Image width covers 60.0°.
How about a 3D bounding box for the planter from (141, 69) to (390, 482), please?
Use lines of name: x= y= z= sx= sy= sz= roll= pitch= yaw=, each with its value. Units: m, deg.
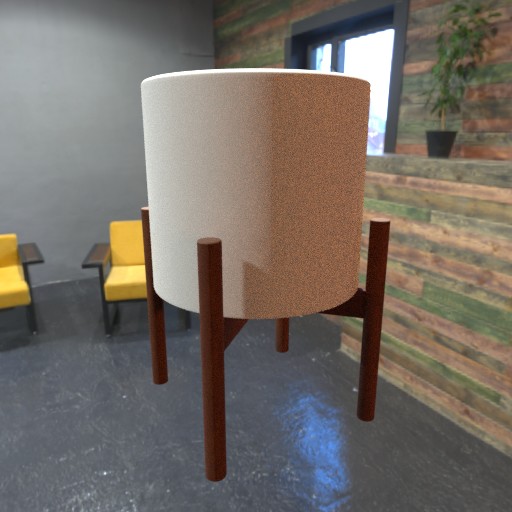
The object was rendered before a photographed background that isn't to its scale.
planter: x=0.000 y=0.000 z=0.491 sx=0.224 sy=0.358 sz=0.224 roll=-8 pitch=17 yaw=-27
